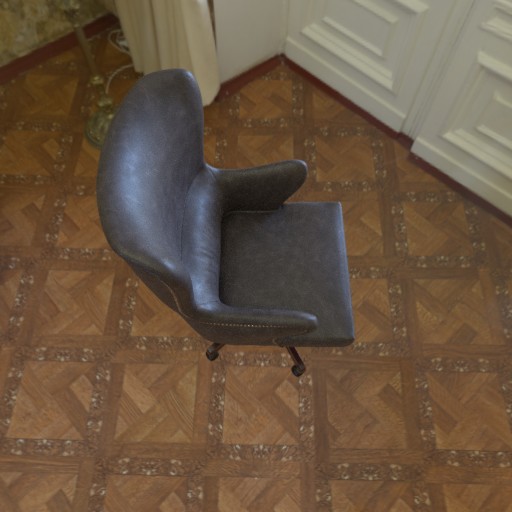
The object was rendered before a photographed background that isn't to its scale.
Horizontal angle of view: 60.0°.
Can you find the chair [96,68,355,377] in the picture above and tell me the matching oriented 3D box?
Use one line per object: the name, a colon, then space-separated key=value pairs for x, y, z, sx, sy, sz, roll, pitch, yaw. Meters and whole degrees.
chair: x=0.000 y=0.000 z=1.453 sx=0.717 sy=1.037 sz=0.594 roll=0 pitch=63 yaw=0
